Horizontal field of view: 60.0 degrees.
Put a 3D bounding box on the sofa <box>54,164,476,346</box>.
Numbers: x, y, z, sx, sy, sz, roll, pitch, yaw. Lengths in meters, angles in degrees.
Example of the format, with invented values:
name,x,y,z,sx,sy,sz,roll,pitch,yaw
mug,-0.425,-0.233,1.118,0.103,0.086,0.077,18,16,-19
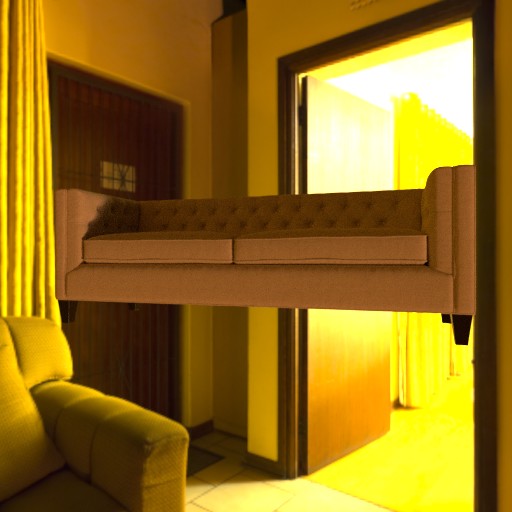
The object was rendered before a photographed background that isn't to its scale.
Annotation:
name,x,y,z,sx,sy,sz,roll,pitch,yaw
sofa,0.000,0.000,2.523,2.159,0.762,0.775,0,0,18
